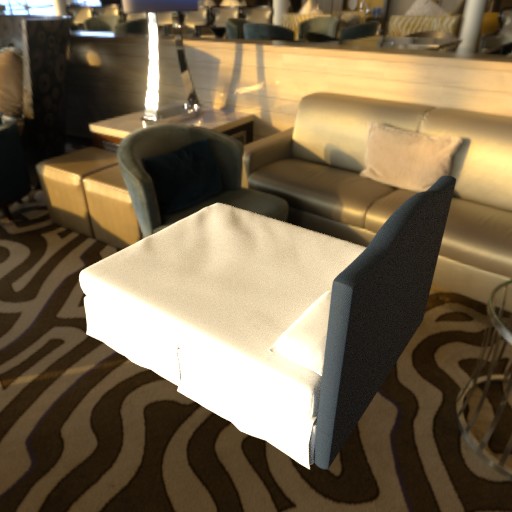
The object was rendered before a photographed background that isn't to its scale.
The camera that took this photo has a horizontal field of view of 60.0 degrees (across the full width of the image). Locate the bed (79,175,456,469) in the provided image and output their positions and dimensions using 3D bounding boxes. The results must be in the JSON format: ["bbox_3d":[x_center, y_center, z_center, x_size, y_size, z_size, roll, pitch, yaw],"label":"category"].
[{"bbox_3d":[0.000,0.000,3.433,2.282,1.436,1.821,20,36,31],"label":"bed"}]
